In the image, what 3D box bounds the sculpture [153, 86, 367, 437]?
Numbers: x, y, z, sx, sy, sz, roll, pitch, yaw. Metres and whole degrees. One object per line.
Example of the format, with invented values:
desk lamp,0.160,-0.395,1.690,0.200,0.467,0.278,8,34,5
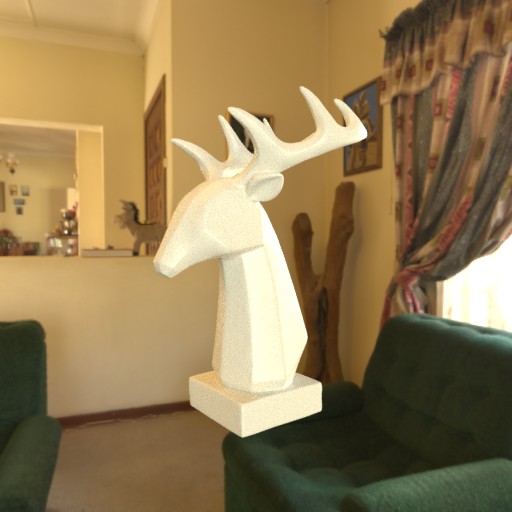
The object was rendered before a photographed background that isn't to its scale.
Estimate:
sculpture,0.000,0.000,0.468,0.224,0.329,0.174,-2,3,-37
